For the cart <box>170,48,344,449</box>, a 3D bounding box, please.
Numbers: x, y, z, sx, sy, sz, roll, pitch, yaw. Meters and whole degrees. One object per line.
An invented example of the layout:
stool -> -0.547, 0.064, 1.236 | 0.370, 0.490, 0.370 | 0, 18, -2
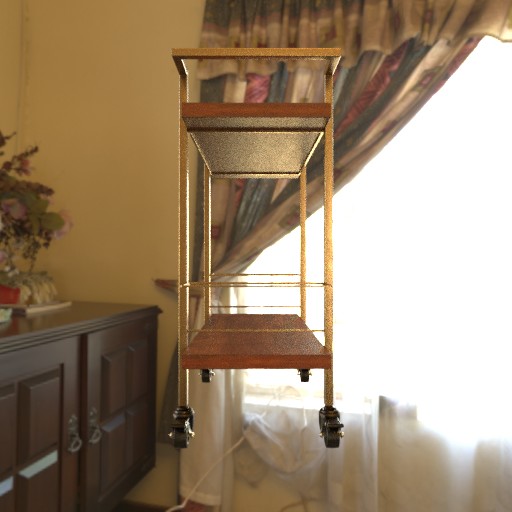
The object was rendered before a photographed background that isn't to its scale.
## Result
cart -> 0.000, 0.000, 1.203 | 0.364, 0.807, 0.695 | 0, 0, 0
